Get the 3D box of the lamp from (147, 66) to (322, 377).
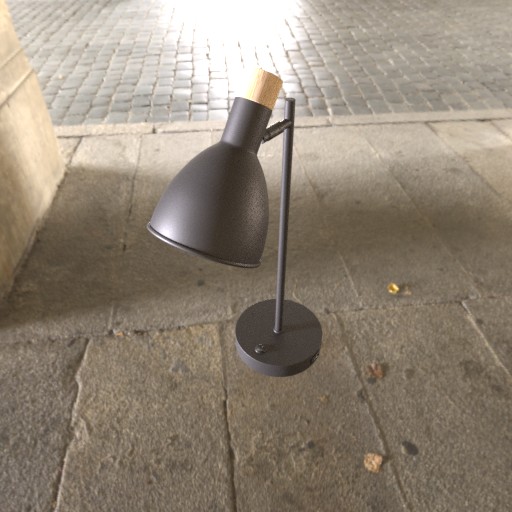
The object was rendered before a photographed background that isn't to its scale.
[{"bbox_3d":[0.000,0.000,0.587,0.152,0.483,0.287,26,47,28],"label":"lamp"}]
